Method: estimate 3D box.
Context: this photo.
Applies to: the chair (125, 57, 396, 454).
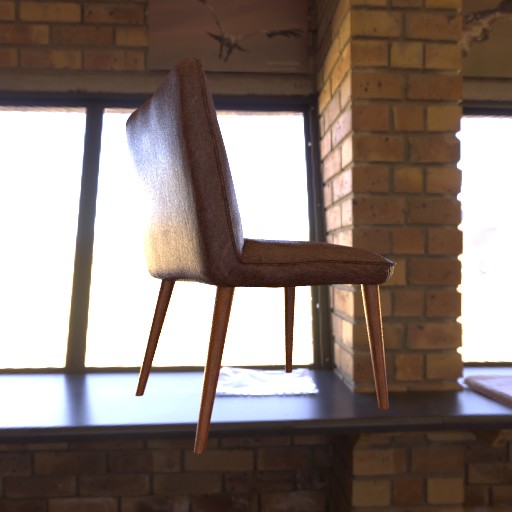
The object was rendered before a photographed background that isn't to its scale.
[{"bbox_3d":[0.000,0.000,1.218,0.645,0.803,0.543,0,-1,-35],"label":"chair"}]
